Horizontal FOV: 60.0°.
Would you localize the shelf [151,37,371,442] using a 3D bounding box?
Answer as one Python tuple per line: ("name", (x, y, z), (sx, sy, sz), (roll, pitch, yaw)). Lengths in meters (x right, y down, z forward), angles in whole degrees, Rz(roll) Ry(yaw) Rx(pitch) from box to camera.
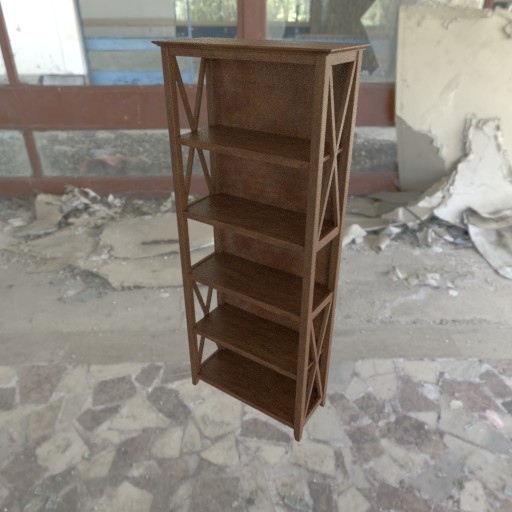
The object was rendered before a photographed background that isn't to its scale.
("shelf", (0.000, 0.000, 2.189), (0.805, 1.905, 0.335), (18, 34, 29))
